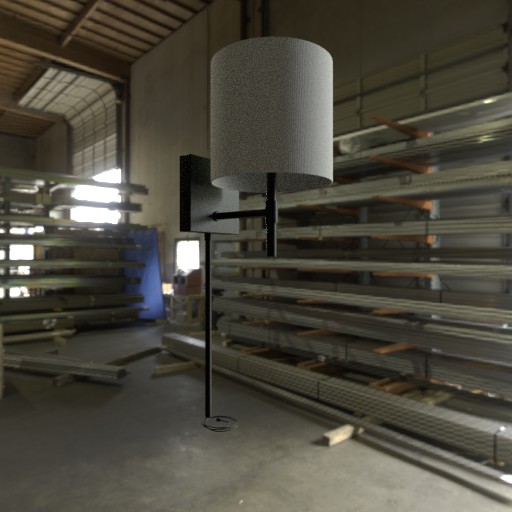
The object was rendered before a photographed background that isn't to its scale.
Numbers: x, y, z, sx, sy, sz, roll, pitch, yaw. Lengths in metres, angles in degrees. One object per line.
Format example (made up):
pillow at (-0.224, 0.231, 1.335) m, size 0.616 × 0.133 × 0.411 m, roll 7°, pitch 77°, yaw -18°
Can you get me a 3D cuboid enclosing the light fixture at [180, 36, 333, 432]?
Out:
light fixture at (0.000, 0.000, 0.706) m, size 0.248 × 0.589 × 0.188 m, roll 0°, pitch 0°, yaw 37°
